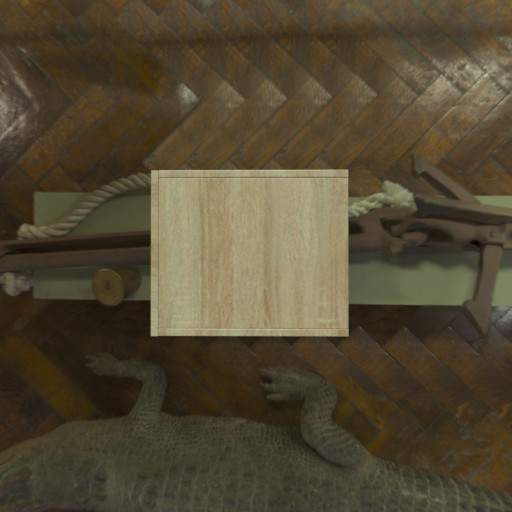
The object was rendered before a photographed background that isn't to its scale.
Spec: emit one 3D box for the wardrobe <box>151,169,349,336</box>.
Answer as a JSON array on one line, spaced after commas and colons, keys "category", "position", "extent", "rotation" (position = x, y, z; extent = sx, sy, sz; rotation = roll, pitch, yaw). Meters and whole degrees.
[{"category": "wardrobe", "position": [0.000, 0.000, 2.375], "extent": [0.588, 2.117, 0.496], "rotation": [0, 90, 1]}]
